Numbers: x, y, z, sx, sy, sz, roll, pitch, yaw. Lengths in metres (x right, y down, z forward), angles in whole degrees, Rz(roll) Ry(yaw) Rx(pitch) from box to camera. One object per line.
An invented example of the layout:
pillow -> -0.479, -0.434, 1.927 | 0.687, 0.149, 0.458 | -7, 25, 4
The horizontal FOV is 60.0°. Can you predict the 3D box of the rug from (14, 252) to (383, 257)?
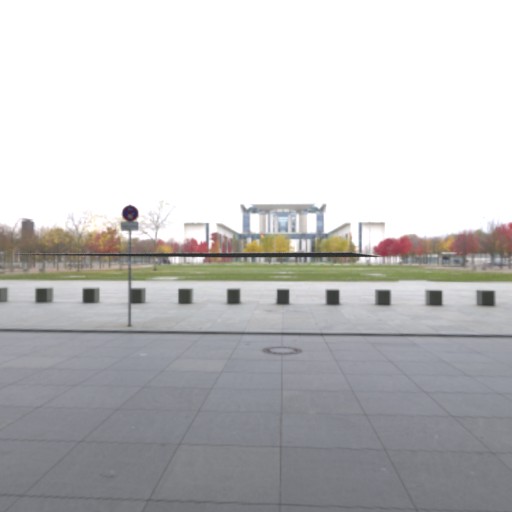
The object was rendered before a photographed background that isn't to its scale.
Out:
rug -> 0.000, 0.000, 2.944 | 1.524, 0.005, 2.439 | 0, -1, 19
